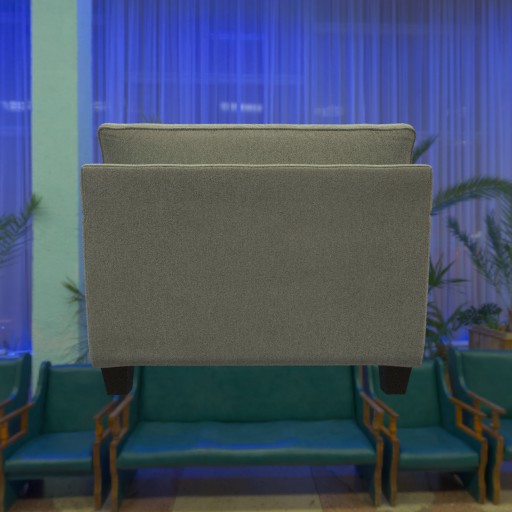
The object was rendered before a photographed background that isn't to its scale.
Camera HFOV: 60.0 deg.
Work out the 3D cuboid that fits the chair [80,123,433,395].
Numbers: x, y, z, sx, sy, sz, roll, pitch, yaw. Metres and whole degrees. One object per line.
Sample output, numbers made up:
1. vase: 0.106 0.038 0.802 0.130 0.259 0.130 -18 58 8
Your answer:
1. chair: 0.000 0.000 1.989 1.220 1.016 1.041 0 0 0
